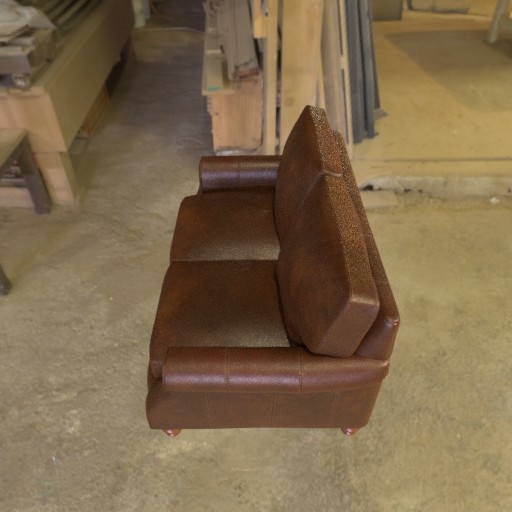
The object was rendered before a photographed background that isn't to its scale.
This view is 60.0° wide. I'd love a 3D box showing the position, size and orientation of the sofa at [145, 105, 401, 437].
[{"bbox_3d":[0.000,0.000,2.227,0.990,0.976,1.616,0,41,0],"label":"sofa"}]
